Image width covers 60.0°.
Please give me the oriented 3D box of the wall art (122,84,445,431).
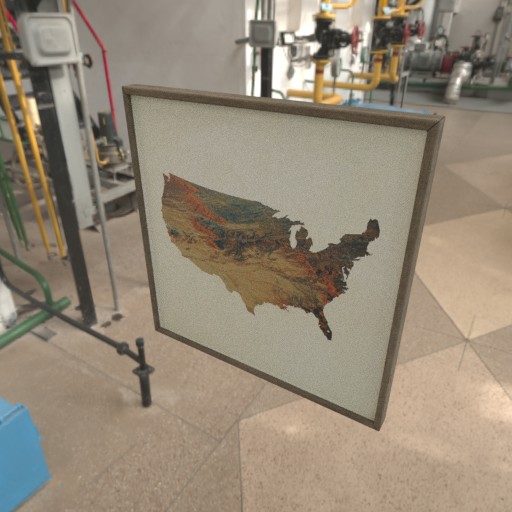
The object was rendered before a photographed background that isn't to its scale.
[{"bbox_3d":[0.000,0.000,1.108,0.749,0.751,0.050,17,33,28],"label":"wall art"}]
